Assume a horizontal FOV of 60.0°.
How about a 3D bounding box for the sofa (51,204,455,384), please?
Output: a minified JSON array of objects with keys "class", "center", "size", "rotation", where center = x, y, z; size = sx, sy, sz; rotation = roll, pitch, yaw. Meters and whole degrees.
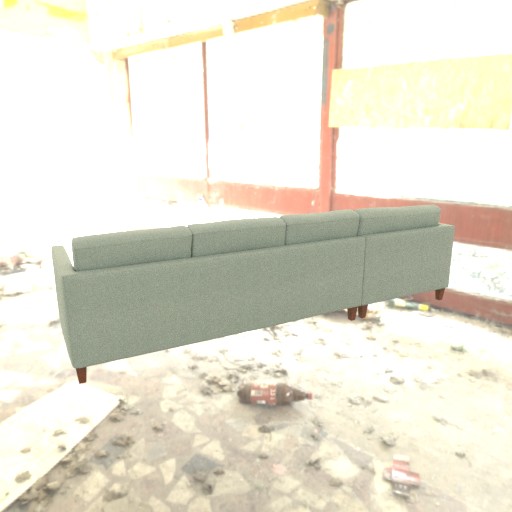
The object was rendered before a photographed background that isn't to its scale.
[{"class":"sofa","center":[0.000,0.000,4.154],"size":[3.470,0.953,1.600],"rotation":[-8,17,-27]}]
